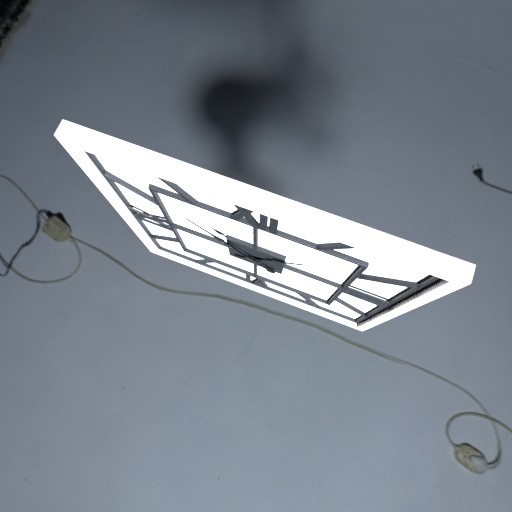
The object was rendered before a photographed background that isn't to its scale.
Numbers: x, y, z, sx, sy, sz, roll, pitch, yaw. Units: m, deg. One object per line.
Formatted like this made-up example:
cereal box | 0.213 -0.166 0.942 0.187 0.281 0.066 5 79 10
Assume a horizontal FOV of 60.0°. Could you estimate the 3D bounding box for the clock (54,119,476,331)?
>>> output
clock | 0.000 0.000 1.044 0.705 0.705 0.032 20 76 5
